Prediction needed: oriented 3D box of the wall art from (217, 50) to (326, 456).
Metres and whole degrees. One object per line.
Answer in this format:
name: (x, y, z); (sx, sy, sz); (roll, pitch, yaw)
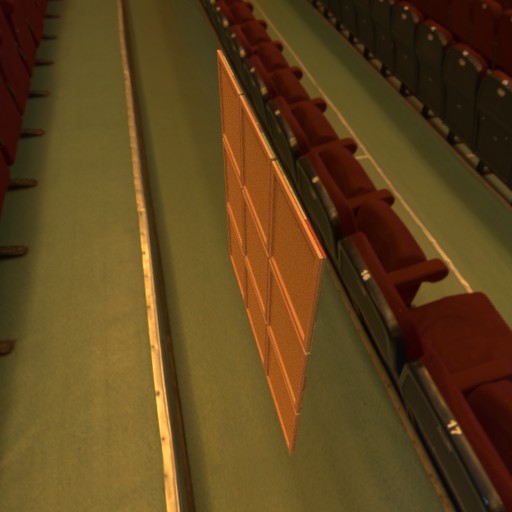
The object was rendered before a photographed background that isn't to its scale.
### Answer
wall art: (0.000, 0.000, 1.385); (0.012, 0.910, 0.911); (-11, 47, -10)
